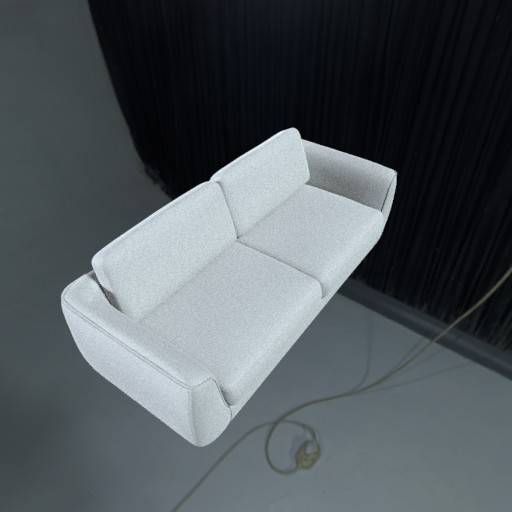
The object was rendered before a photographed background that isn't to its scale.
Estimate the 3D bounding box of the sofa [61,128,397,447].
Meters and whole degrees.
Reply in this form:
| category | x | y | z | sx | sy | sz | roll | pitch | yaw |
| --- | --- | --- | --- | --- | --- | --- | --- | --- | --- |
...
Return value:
| category | x | y | z | sx | sy | sz | roll | pitch | yaw |
| --- | --- | --- | --- | --- | --- | --- | --- | --- | --- |
| sofa | 0.000 | 0.000 | 2.536 | 0.920 | 0.850 | 2.000 | 25 | 47 | 26 |
